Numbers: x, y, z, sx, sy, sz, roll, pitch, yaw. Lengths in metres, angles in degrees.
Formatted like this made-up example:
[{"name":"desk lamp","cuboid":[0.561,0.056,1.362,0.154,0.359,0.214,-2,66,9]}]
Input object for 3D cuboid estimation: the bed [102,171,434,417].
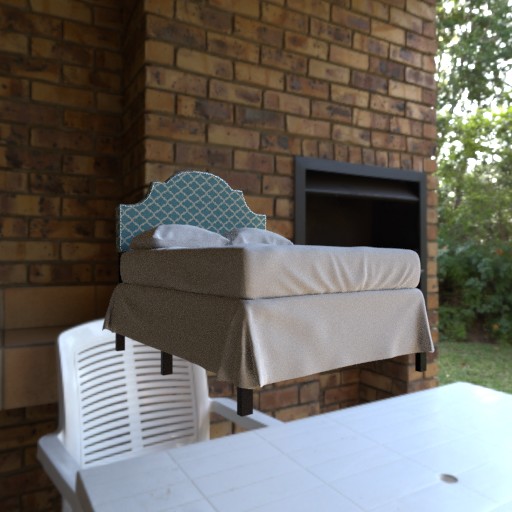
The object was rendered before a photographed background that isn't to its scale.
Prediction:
[{"name":"bed","cuboid":[0.000,0.000,3.505,1.780,1.633,2.222,0,0,-35]}]
